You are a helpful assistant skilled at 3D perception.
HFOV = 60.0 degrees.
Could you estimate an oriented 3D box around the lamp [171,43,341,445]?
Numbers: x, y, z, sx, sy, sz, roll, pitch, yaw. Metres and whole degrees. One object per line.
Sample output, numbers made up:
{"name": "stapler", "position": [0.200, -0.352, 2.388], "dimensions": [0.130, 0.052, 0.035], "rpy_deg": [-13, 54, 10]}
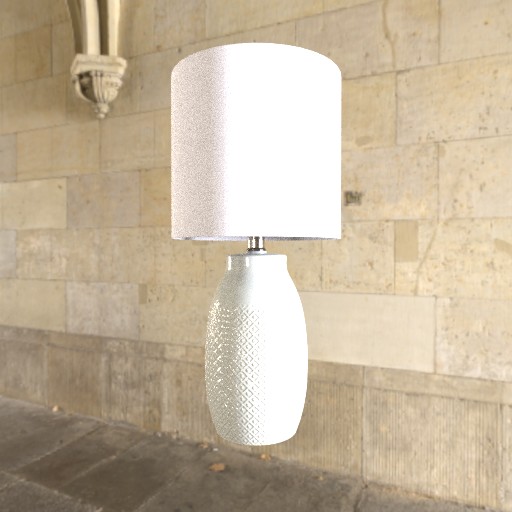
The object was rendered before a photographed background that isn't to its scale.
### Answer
{"name": "lamp", "position": [0.000, 0.000, 0.579], "dimensions": [0.217, 0.453, 0.217], "rpy_deg": [0, 1, -18]}
